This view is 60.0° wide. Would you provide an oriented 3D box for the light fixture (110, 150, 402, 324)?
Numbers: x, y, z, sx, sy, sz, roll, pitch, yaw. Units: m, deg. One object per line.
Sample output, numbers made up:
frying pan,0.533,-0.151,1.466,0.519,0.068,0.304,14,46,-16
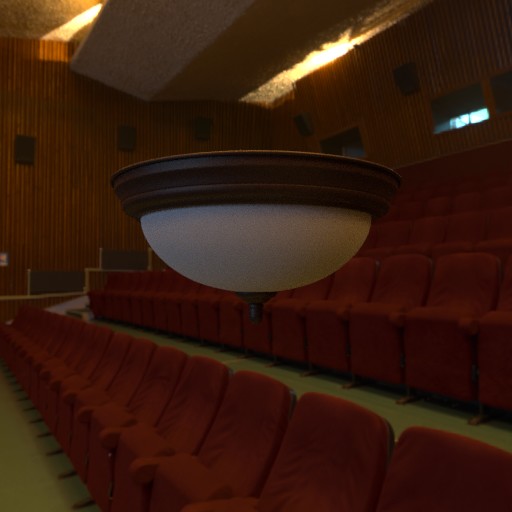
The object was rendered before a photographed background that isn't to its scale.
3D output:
light fixture,0.000,0.000,0.443,0.280,0.135,0.280,0,-3,0
